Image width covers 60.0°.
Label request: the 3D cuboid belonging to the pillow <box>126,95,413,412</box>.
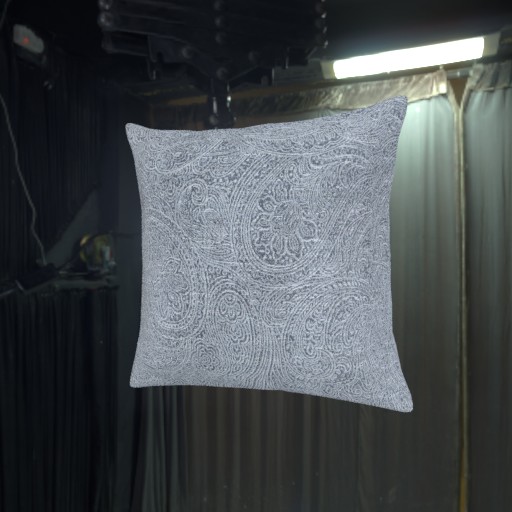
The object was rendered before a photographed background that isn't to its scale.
[{"bbox_3d":[0.000,0.000,0.783,0.523,0.510,0.166,0,0,18],"label":"pillow"}]
